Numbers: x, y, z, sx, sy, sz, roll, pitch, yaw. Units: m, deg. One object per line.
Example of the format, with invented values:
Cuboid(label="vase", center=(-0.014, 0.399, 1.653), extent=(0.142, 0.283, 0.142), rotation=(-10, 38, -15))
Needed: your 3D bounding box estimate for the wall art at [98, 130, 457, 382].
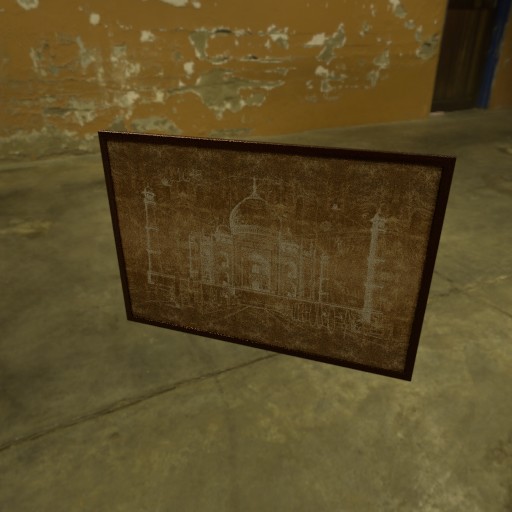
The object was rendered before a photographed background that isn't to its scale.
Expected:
Cuboid(label="wall art", center=(0.000, 0.000, 1.097), extent=(0.816, 0.559, 0.014), rotation=(9, 28, 17))
